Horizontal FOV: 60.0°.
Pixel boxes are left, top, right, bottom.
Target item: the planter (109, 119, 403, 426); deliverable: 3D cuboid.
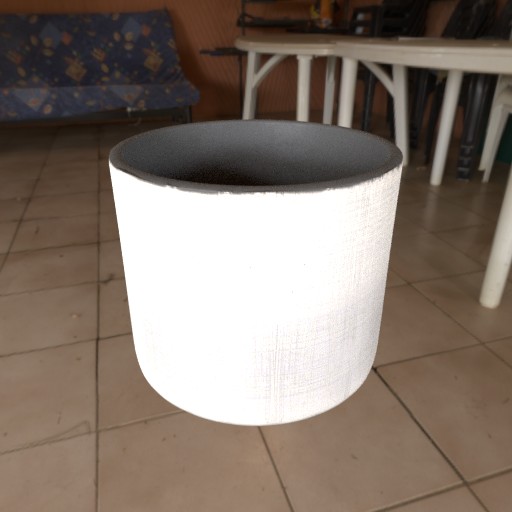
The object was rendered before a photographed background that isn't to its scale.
[{"bbox_3d":[0.000,0.000,0.440,0.254,0.221,0.254,0,27,0],"label":"planter"}]
